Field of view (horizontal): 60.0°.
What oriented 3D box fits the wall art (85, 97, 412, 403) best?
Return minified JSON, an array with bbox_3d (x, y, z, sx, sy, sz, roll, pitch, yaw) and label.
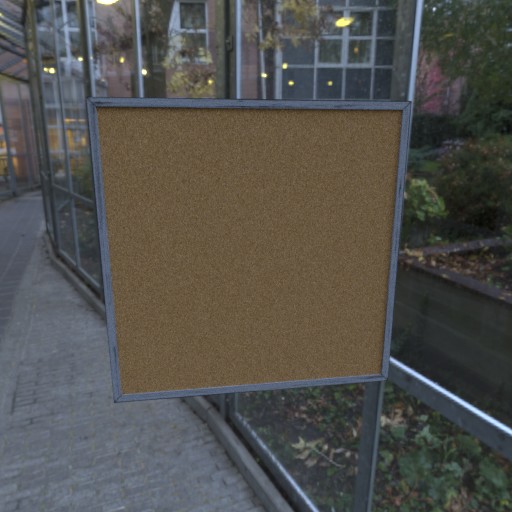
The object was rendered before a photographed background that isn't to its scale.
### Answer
[{"bbox_3d":[0.000,0.000,1.140,0.761,0.761,0.037,-2,15,-8],"label":"wall art"}]
